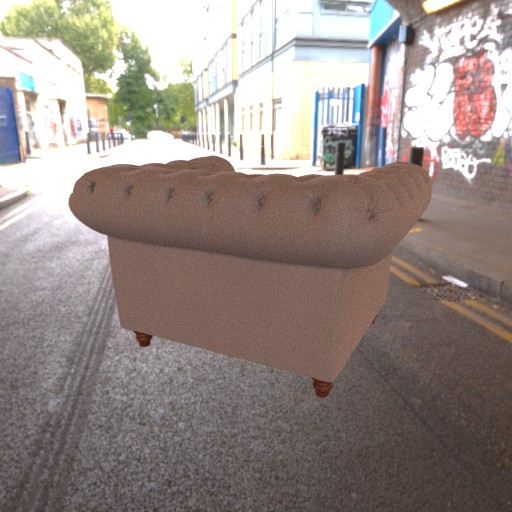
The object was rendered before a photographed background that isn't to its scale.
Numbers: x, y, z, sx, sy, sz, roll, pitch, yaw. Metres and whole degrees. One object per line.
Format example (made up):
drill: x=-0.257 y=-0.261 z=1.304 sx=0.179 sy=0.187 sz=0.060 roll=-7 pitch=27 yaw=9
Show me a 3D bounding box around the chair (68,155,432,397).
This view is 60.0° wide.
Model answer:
chair: x=0.000 y=0.000 z=1.875 sx=1.270 sy=0.770 sz=0.976 roll=8 pitch=18 yaw=26
